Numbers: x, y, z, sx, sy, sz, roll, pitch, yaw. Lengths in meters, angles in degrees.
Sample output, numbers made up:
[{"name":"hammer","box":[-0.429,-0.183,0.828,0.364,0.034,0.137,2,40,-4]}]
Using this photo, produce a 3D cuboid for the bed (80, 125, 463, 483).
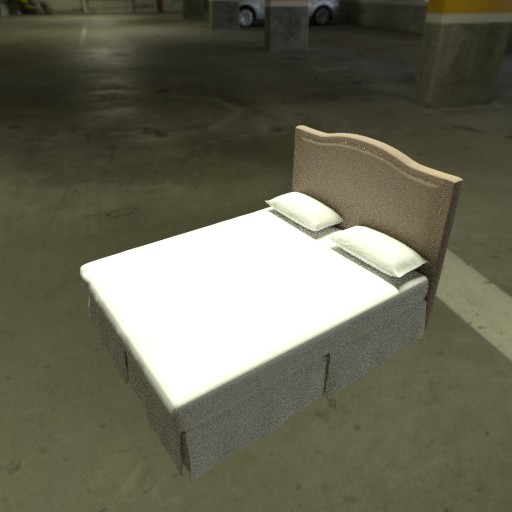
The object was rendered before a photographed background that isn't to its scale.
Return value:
[{"name":"bed","box":[0.000,0.000,3.367,2.282,1.436,1.821,-20,36,-29]}]
